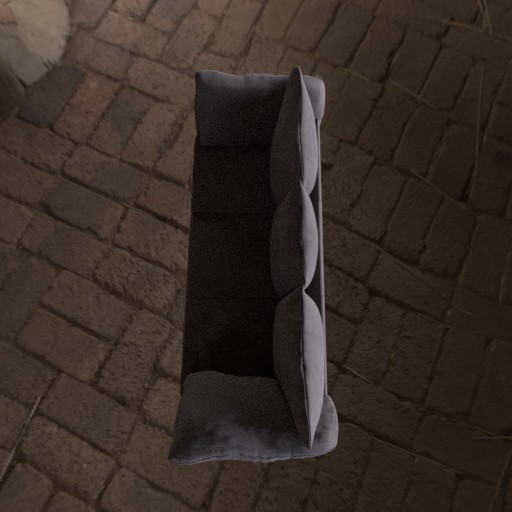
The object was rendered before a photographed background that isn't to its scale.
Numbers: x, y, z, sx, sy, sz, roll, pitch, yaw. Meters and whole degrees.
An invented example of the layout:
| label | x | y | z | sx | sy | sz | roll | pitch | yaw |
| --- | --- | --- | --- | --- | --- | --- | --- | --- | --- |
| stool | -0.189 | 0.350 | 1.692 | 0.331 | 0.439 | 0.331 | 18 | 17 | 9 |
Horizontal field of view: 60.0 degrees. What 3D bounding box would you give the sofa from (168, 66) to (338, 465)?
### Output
| label | x | y | z | sx | sy | sz | roll | pitch | yaw |
| --- | --- | --- | --- | --- | --- | --- | --- | --- | --- |
| sofa | 0.000 | 0.000 | 2.839 | 0.893 | 0.981 | 2.377 | 1 | 74 | 0 |
